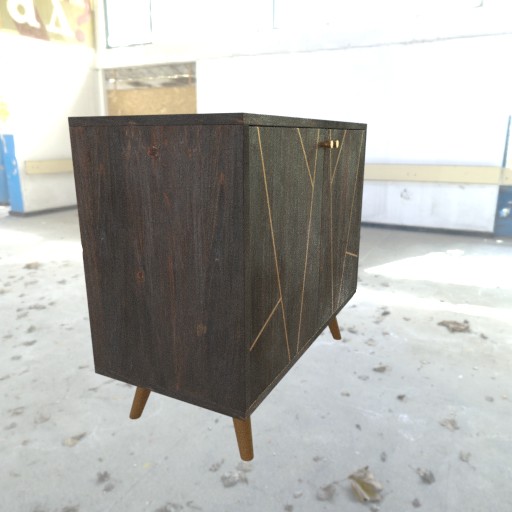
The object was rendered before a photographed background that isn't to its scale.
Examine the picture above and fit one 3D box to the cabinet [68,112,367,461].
[{"bbox_3d":[0.000,0.000,1.539,0.529,0.897,1.023,8,17,26],"label":"cabinet"}]
